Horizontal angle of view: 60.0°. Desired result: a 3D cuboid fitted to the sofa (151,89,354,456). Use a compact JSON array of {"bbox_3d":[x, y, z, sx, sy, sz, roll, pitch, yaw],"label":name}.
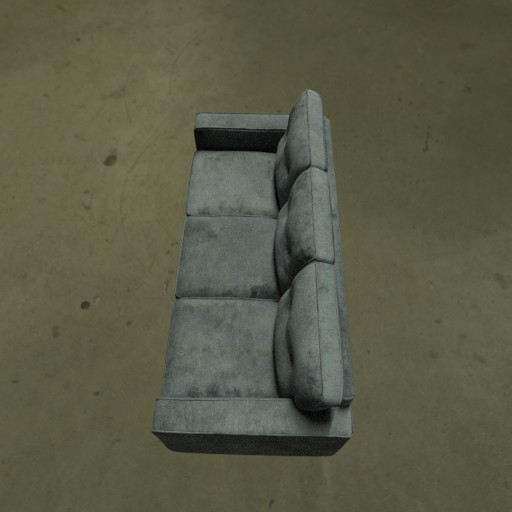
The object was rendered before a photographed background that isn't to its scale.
[{"bbox_3d":[0.000,0.000,2.680,0.939,0.965,2.133,1,58,1],"label":"sofa"}]
